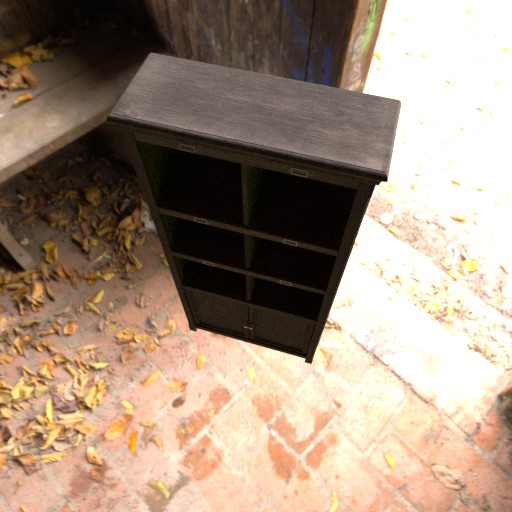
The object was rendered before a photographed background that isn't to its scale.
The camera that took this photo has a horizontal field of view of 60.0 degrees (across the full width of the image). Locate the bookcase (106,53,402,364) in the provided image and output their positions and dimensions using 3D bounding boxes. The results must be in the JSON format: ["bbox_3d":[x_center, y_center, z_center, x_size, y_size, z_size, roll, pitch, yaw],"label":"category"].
[{"bbox_3d":[0.000,0.000,2.245,0.906,1.880,0.348,14,60,8],"label":"bookcase"}]
